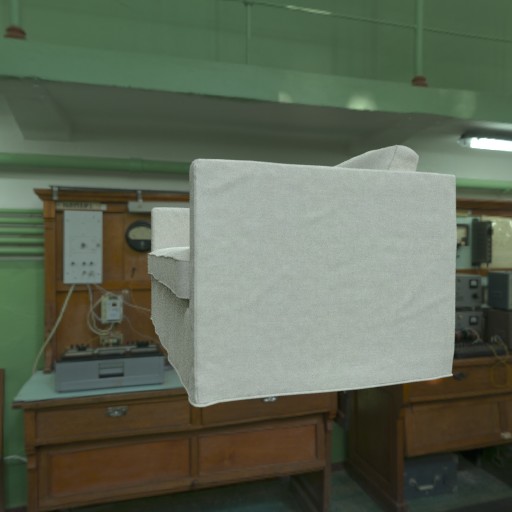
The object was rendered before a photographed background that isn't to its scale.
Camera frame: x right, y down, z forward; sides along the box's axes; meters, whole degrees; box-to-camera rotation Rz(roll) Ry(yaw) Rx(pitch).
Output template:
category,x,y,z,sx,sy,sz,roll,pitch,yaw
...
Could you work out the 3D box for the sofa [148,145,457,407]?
category,x,y,z,sx,sy,sz,roll,pitch,yaw
sofa,0.000,0.000,2.203,0.962,0.835,1.719,0,1,-17
